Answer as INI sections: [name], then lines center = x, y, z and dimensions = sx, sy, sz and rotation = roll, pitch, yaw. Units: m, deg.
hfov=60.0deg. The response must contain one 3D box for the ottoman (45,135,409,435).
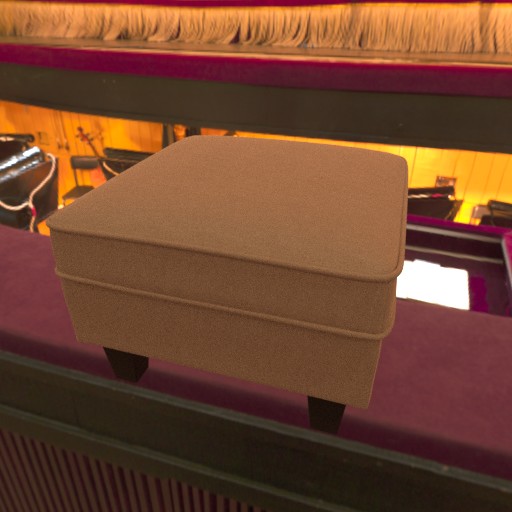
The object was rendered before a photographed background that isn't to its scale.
[ottoman]
center = 0.000, 0.000, 1.019
dimensions = 0.616, 0.438, 0.613
rotation = 9, 31, 15
